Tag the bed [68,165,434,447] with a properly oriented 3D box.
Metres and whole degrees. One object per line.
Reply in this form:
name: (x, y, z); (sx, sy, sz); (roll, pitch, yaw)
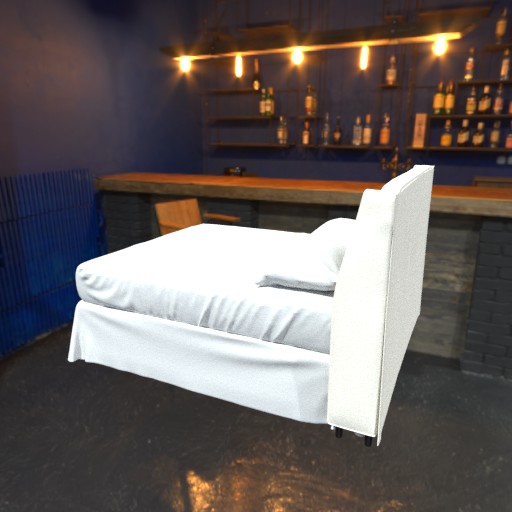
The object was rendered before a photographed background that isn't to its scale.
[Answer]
bed: (0.000, 0.000, 3.354); (2.276, 1.332, 1.925); (7, 17, 25)
